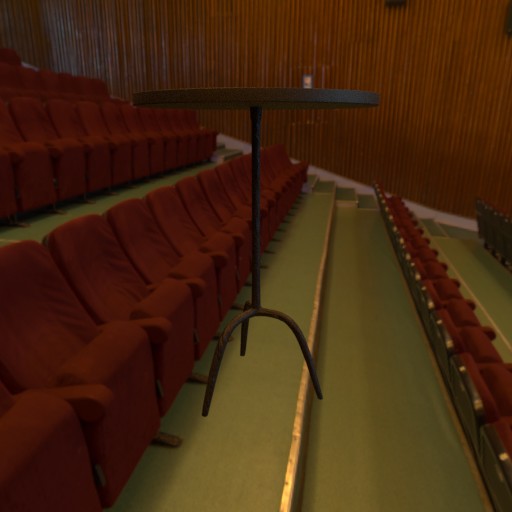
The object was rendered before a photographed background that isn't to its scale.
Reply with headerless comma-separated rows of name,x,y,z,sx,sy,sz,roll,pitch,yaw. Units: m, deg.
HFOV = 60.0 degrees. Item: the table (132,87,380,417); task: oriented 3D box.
table,0.000,0.000,1.030,0.502,0.700,0.502,3,17,10
